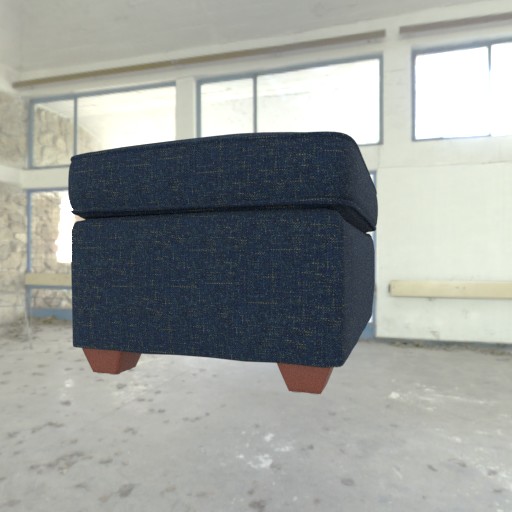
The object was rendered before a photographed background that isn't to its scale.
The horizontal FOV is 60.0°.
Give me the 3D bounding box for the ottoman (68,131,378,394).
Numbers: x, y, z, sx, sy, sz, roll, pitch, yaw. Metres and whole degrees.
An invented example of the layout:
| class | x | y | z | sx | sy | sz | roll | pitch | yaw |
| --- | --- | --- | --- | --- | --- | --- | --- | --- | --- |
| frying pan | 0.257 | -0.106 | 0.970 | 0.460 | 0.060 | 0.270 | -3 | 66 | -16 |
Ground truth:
| class | x | y | z | sx | sy | sz | roll | pitch | yaw |
| --- | --- | --- | --- | --- | --- | --- | --- | --- | --- |
| ottoman | 0.000 | 0.000 | 1.085 | 0.549 | 0.450 | 0.749 | 0 | -1 | 18 |
